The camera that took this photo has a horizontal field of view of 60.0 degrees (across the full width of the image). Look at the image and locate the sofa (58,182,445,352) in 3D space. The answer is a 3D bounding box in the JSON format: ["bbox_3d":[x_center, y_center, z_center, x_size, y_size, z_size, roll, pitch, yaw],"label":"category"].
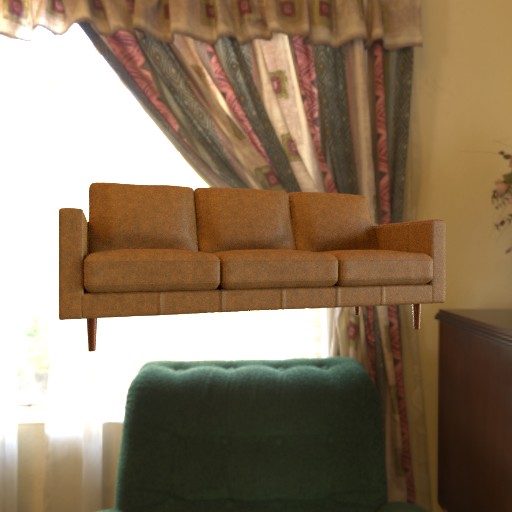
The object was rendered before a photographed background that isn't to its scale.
[{"bbox_3d":[0.000,0.000,2.804,2.231,0.930,0.903,0,0,-19],"label":"sofa"}]
